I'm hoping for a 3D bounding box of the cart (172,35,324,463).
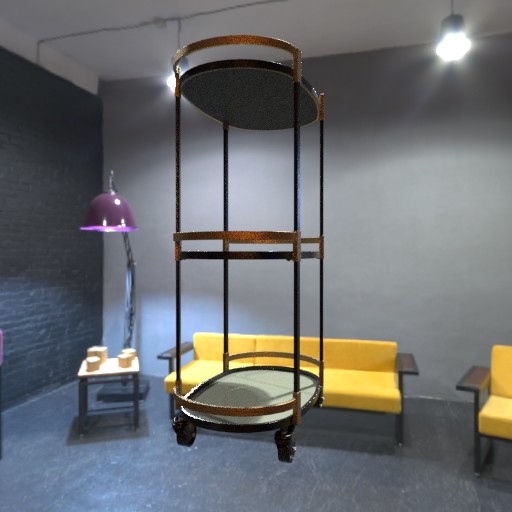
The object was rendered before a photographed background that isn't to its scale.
[{"bbox_3d":[0.000,0.000,1.134,0.311,0.885,0.515,0,1,19],"label":"cart"}]
